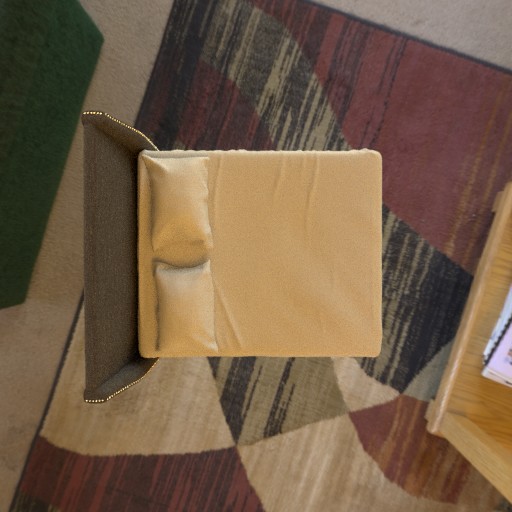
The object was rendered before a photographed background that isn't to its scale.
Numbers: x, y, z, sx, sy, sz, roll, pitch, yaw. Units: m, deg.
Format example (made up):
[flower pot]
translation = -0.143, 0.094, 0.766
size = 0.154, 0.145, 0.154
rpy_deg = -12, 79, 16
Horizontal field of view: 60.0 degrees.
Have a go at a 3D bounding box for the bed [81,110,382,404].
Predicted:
[bed]
translation = 0.000, 0.000, 3.518
size = 2.276, 1.332, 1.925
rpy_deg = 0, 91, 0
